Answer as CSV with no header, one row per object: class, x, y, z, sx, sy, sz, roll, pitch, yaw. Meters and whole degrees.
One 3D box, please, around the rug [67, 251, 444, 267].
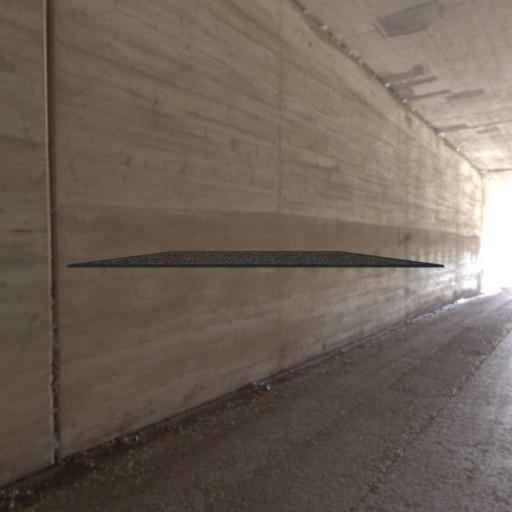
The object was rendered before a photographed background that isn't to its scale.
rug,0.000,0.000,2.334,1.219,0.010,1.829,0,2,0
